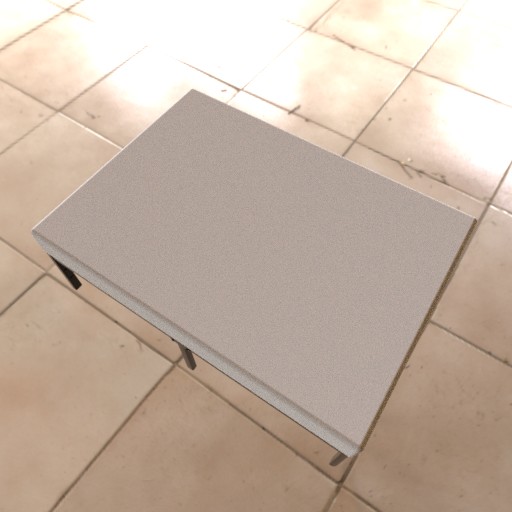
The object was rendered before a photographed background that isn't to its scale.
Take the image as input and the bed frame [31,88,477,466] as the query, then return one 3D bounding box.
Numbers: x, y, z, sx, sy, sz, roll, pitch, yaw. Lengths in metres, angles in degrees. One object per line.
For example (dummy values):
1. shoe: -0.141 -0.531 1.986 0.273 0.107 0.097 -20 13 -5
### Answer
1. bed frame: 0.000 0.000 2.635 1.956 0.659 1.408 30 63 17
